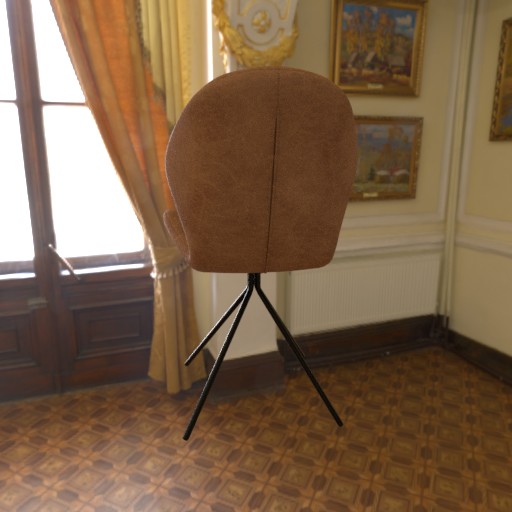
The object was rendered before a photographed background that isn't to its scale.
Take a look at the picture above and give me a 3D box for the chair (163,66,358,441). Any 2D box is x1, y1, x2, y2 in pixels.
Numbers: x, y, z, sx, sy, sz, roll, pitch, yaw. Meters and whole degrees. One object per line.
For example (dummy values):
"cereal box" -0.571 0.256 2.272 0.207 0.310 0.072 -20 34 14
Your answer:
"chair" 0.000 0.000 1.289 0.527 0.929 0.640 -2 13 -8
